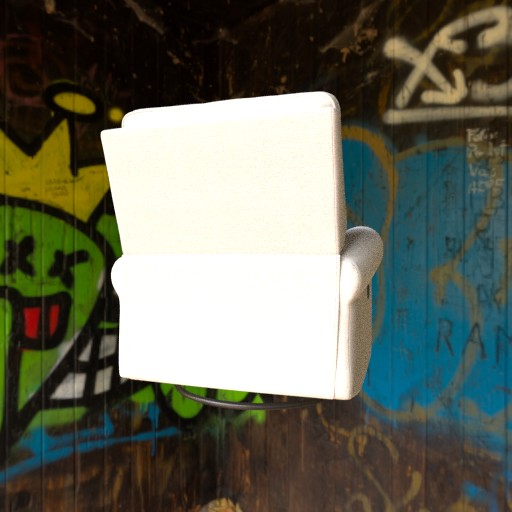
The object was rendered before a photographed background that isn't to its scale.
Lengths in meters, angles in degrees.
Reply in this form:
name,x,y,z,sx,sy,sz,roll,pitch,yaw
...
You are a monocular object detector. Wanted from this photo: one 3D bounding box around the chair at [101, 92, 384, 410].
name,x,y,z,sx,sy,sz,roll,pitch,yaw
chair,0.000,0.000,1.648,0.890,0.960,0.878,0,0,18
